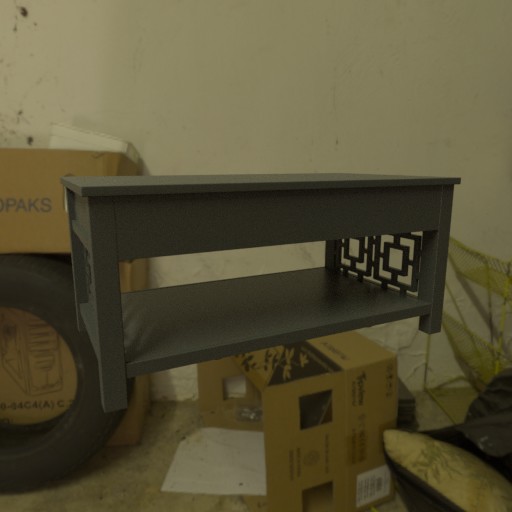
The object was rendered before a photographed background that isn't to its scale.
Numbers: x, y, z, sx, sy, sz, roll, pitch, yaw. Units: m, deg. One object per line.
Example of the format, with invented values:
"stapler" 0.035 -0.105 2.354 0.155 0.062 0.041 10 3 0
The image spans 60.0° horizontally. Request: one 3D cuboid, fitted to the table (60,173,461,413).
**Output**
"table" 0.000 0.000 1.409 1.068 0.493 0.612 -6 13 -26
